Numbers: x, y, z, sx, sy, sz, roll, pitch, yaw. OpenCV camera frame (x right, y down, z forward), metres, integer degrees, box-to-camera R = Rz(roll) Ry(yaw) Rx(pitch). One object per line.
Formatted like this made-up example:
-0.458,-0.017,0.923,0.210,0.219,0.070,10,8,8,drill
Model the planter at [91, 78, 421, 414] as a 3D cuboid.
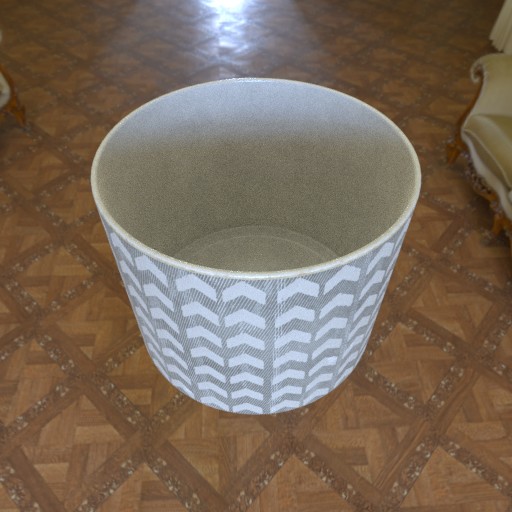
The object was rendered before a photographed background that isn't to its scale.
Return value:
0.000,0.000,0.433,0.250,0.239,0.250,0,48,0,planter
